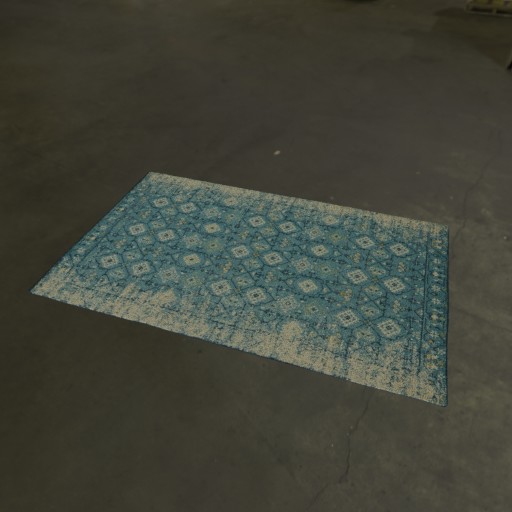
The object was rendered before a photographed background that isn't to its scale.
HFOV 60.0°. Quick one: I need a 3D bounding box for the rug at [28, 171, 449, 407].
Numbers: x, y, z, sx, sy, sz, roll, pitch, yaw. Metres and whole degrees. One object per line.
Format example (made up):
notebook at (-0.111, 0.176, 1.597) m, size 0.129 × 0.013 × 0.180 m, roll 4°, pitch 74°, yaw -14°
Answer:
rug at (0.000, 0.000, 2.958) m, size 2.449 × 0.015 × 1.530 m, roll 12°, pitch 42°, yaw 14°
